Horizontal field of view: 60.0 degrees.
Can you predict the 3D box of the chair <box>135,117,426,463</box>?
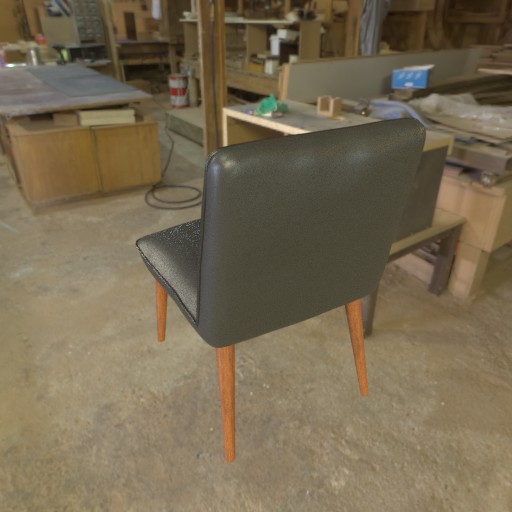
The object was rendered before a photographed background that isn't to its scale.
[{"bbox_3d":[0.000,0.000,1.211,0.543,0.801,0.645,-18,35,-29],"label":"chair"}]
